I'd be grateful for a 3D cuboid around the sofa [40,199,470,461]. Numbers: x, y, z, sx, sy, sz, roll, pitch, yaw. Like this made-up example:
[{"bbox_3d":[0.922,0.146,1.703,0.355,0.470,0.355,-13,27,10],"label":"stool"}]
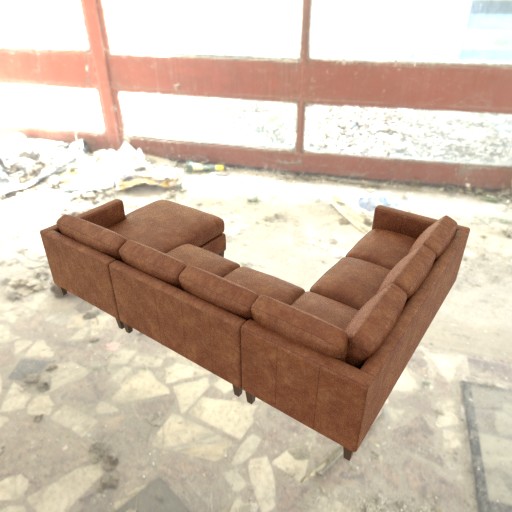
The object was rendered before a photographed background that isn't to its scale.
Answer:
[{"bbox_3d":[0.000,0.000,4.379,3.324,0.888,2.452,20,37,30],"label":"sofa"}]
